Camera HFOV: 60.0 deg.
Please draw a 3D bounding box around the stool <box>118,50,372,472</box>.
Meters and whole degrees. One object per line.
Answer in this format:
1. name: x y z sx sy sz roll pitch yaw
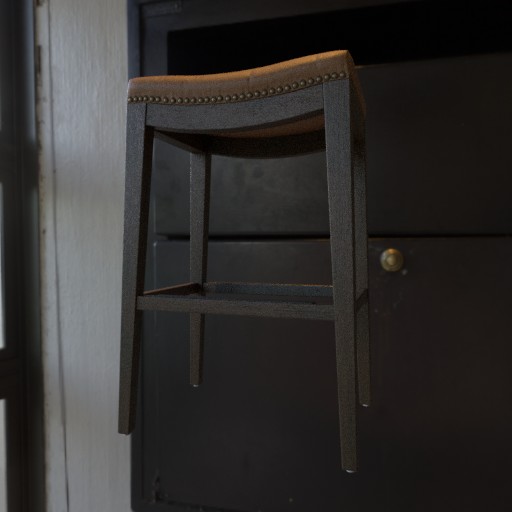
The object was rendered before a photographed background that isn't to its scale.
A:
1. stool: 0.000 0.000 1.022 0.500 0.759 0.361 1 2 19
